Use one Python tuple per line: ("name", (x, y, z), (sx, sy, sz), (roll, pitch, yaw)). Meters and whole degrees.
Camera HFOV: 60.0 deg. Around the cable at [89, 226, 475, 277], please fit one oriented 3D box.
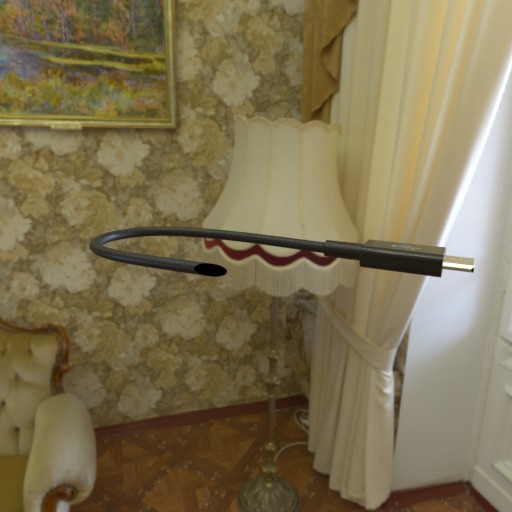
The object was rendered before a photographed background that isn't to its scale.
("cable", (0.000, 0.000, 0.111), (0.098, 0.006, 0.040), (8, 18, 25))
